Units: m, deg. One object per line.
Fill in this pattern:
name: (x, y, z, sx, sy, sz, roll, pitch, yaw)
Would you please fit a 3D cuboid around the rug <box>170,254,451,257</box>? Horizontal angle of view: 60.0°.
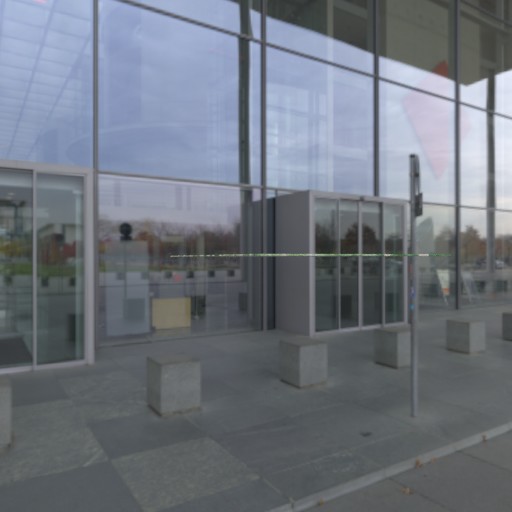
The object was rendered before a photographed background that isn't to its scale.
rug: (0.000, 0.000, 2.692, 0.761, 0.006, 2.438, 0, 0, -17)
